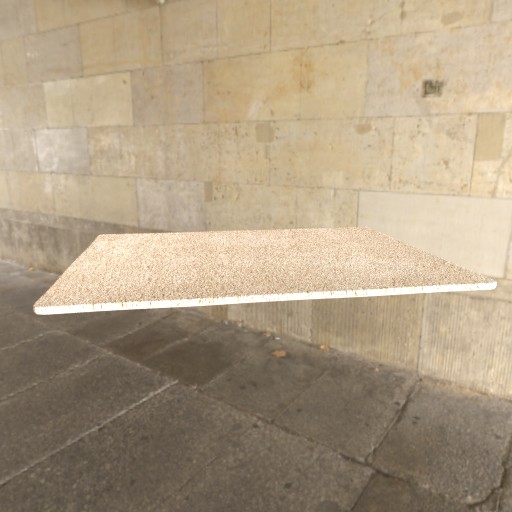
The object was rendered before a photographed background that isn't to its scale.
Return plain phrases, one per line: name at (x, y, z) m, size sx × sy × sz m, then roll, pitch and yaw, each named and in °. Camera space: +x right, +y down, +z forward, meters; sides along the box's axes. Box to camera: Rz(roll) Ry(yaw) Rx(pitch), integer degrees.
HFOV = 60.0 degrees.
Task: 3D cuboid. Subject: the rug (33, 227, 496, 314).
rug at (0.000, 0.000, 2.056) m, size 1.600 × 0.025 × 1.199 m, roll -2°, pitch 14°, yaw -9°
